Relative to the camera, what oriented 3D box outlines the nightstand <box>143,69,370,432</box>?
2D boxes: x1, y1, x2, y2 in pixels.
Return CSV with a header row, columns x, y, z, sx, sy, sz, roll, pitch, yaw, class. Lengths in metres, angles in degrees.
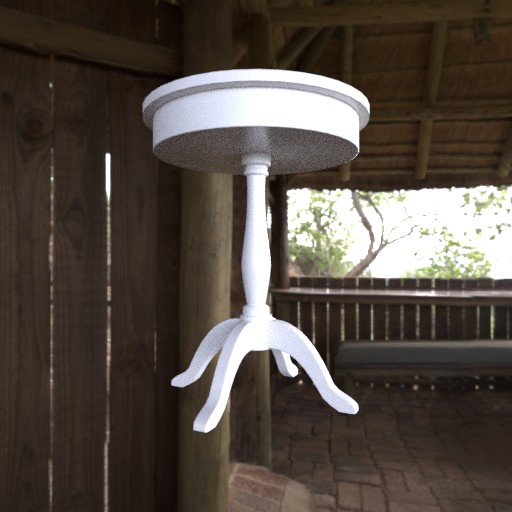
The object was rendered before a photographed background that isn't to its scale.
x,y,z,sx,sy,sz,roll,pitch,yaw,class
0.000,0.000,1.030,0.513,0.653,0.513,0,0,36,nightstand
